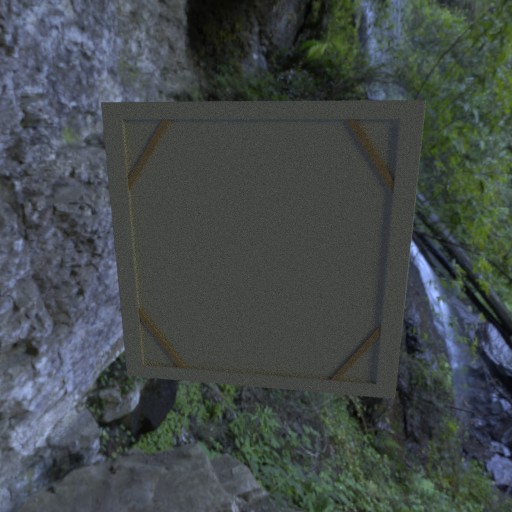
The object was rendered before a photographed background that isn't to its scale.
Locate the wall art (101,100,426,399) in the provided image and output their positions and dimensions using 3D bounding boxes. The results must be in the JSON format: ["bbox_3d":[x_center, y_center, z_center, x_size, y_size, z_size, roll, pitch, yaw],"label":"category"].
[{"bbox_3d":[0.000,0.000,1.657,1.092,1.091,0.051,2,17,8],"label":"wall art"}]
